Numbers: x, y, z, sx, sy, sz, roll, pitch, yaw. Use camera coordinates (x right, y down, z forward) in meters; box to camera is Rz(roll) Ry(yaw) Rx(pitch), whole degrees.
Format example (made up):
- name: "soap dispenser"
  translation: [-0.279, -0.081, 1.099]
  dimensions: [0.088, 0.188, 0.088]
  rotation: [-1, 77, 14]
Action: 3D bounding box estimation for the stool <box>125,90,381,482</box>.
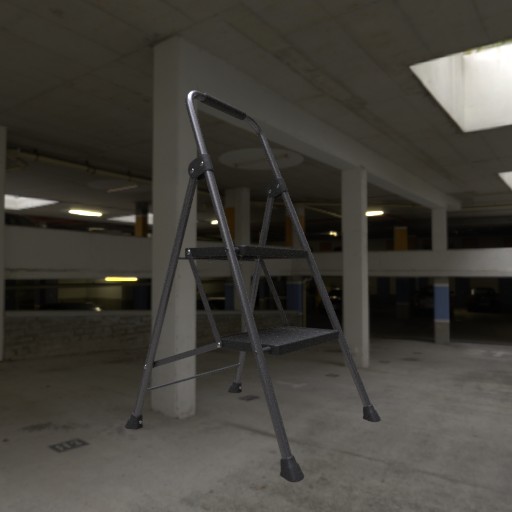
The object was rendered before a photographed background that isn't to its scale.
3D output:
- name: "stool"
  translation: [0.000, 0.000, 1.172]
  dimensions: [0.514, 0.872, 0.450]
  rotation: [-1, -2, 36]
